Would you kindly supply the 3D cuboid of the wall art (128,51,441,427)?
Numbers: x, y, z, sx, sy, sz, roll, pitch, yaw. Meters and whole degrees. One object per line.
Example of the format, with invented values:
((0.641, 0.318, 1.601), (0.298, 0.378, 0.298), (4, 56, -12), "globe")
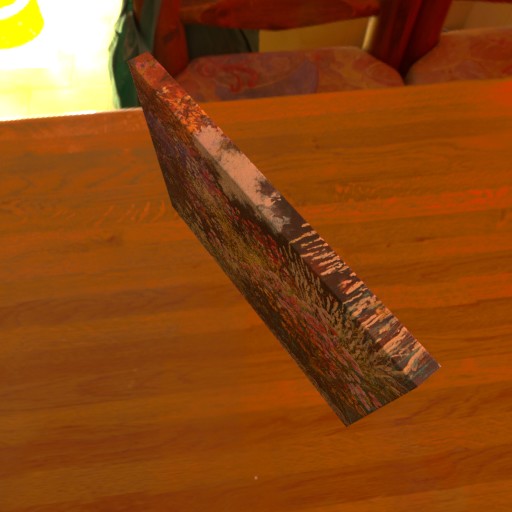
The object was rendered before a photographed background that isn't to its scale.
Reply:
((0.000, 0.000, 0.758), (0.037, 0.406, 0.610), (-34, 68, -16), "wall art")
